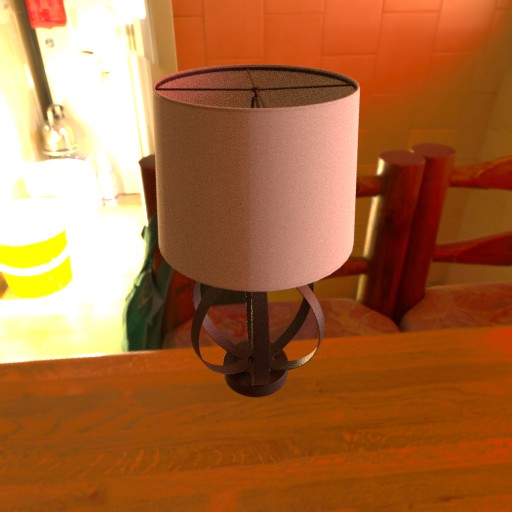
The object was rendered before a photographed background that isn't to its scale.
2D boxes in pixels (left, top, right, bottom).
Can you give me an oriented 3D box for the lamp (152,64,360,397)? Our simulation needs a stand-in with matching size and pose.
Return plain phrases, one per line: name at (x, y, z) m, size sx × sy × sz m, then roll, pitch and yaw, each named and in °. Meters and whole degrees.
lamp at (0.000, 0.000, 0.685) m, size 0.286 × 0.510 × 0.286 m, roll 0°, pitch 33°, yaw 0°
